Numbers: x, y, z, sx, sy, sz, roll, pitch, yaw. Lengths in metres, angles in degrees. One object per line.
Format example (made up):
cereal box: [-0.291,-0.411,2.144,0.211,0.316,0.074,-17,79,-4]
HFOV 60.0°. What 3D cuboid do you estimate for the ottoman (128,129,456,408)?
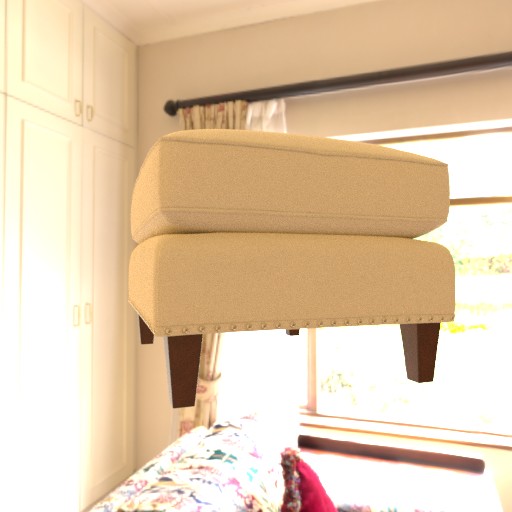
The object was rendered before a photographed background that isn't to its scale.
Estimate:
ottoman: [0.000,0.000,1.118,0.584,0.513,0.741,1,-2,-19]
